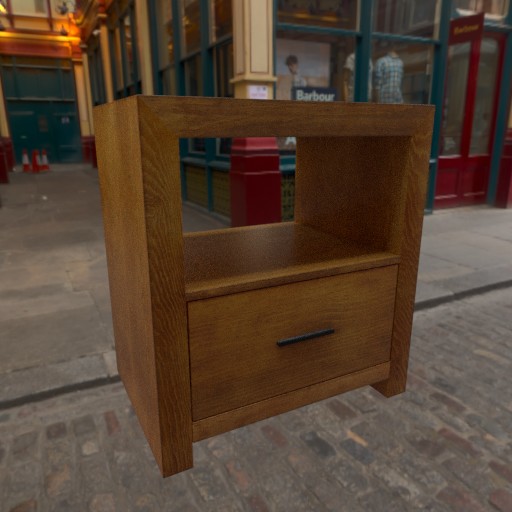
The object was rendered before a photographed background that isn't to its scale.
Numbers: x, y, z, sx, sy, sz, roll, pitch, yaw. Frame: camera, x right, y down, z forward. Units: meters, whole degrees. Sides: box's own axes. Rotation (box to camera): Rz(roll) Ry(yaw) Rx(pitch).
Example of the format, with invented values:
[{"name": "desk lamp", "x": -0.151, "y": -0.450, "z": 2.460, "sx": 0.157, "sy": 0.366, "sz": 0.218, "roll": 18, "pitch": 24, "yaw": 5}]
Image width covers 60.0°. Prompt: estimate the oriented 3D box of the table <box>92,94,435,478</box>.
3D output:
[{"name": "table", "x": 0.000, "y": 0.000, "z": 0.944, "sx": 0.550, "sy": 0.605, "sz": 0.400, "roll": -8, "pitch": 18, "yaw": -26}]
